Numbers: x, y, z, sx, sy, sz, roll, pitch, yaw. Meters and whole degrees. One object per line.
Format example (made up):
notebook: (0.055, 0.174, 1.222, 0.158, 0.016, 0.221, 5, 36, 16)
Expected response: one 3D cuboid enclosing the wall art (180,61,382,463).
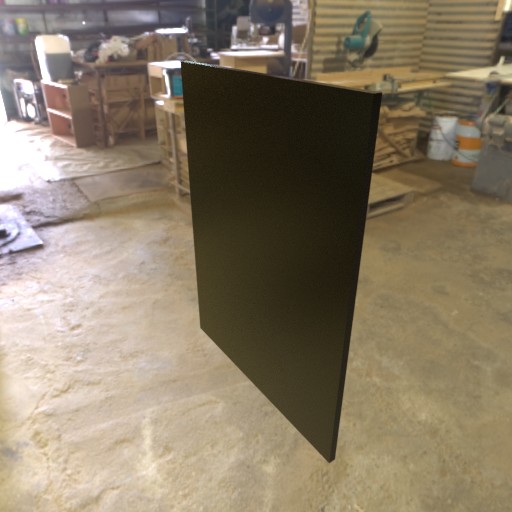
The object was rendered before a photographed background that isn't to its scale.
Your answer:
wall art: (0.000, 0.000, 0.758, 0.013, 0.582, 0.442, -19, 34, -30)
